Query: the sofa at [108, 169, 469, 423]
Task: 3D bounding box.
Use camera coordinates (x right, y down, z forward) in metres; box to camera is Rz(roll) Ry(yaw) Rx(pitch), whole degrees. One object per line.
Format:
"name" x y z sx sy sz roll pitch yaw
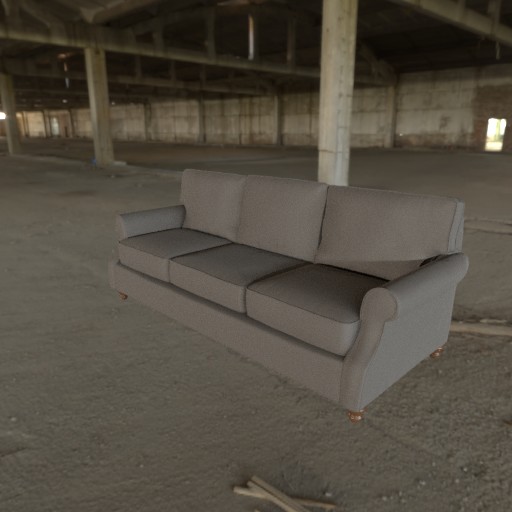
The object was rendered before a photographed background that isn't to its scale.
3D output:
"sofa" 0.000 0.000 2.818 0.966 0.948 2.353 -16 22 -43
